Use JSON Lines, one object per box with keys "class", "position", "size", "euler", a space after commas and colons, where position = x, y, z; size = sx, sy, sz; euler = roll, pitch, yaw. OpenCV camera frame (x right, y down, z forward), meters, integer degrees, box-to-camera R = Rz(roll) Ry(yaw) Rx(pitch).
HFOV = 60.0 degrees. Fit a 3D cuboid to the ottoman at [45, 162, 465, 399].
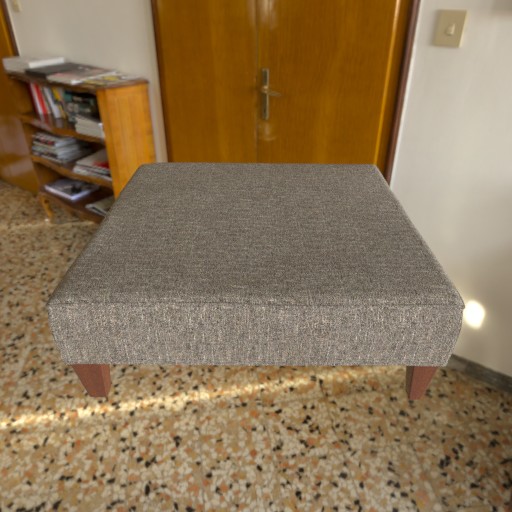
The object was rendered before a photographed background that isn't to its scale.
{"class": "ottoman", "position": [0.000, 0.000, 1.525], "size": [1.016, 0.379, 0.981], "euler": [0, 31, 1]}
